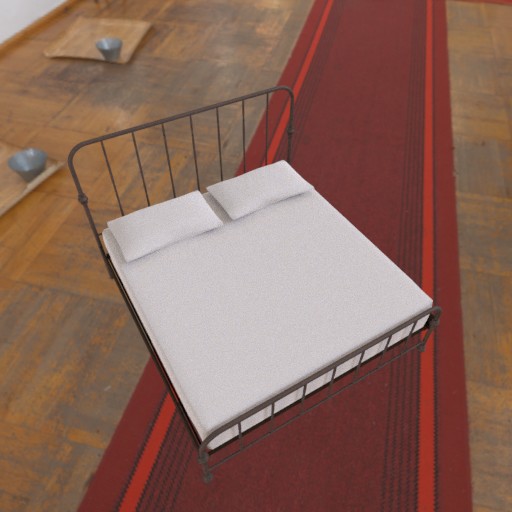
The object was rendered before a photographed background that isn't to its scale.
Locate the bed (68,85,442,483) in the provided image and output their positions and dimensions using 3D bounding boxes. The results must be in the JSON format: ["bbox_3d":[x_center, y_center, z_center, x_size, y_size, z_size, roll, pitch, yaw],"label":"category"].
[{"bbox_3d":[0.000,0.000,3.425,2.044,1.446,2.134,-23,51,-20],"label":"bed"}]
